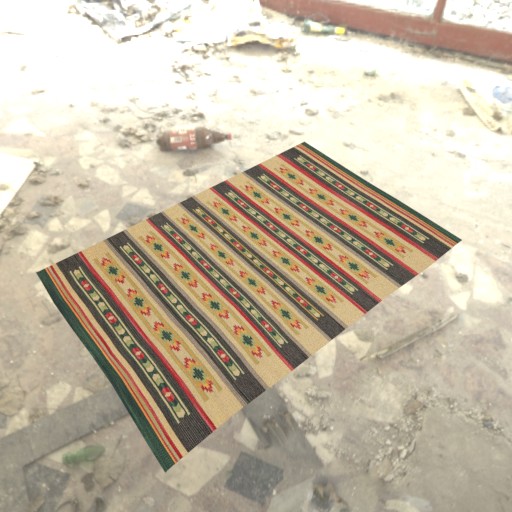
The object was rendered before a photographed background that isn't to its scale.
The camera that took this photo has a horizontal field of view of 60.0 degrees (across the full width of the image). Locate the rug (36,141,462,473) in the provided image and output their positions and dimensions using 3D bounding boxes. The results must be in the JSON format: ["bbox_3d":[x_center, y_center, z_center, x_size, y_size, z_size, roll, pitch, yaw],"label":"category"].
[{"bbox_3d":[0.000,0.000,2.856,2.311,0.010,1.522,-31,54,-26],"label":"rug"}]
